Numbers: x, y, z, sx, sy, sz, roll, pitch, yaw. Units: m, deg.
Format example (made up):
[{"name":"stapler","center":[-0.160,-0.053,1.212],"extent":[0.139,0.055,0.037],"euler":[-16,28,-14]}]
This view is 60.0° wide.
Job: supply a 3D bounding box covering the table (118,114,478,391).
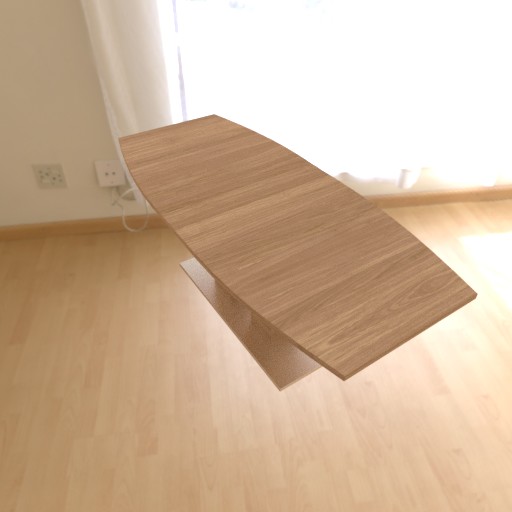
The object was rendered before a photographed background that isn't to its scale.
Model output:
[{"name":"table","center":[0.000,0.000,2.420],"extent":[0.900,0.750,2.032],"euler":[-23,45,-25]}]
